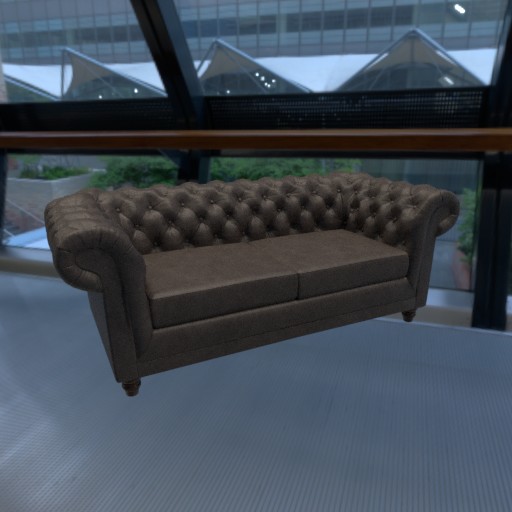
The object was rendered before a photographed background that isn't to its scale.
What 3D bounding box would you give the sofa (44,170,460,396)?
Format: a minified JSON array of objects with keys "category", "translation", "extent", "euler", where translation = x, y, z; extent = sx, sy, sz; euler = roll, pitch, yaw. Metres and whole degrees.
[{"category":"sofa","translation":[0.000,0.000,2.447],"extent":[2.048,0.779,0.944],"euler":[-9,20,-25]}]
